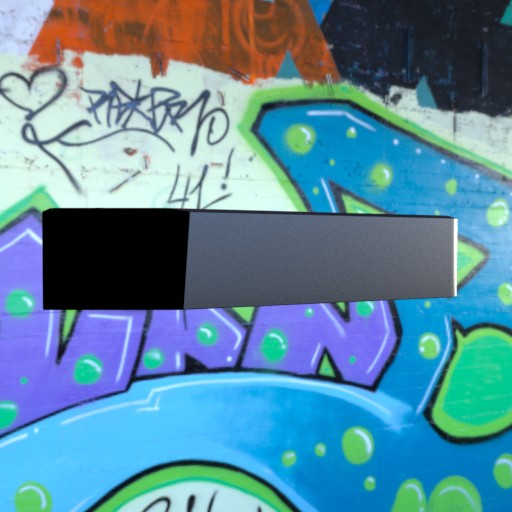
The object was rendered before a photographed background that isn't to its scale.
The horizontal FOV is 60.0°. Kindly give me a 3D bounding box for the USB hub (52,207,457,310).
[{"bbox_3d":[0.000,0.000,0.129,0.110,0.023,0.044,0,1,-19],"label":"USB hub"}]
